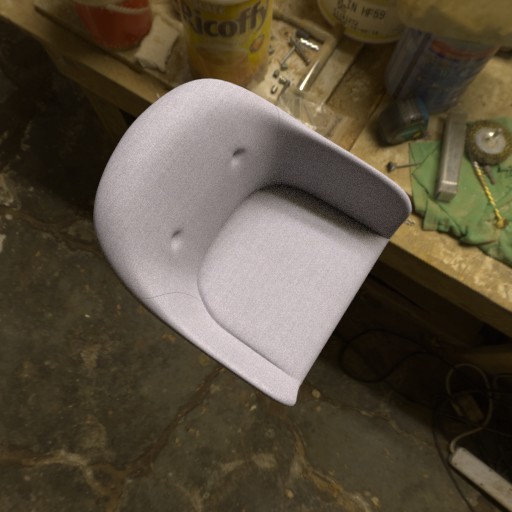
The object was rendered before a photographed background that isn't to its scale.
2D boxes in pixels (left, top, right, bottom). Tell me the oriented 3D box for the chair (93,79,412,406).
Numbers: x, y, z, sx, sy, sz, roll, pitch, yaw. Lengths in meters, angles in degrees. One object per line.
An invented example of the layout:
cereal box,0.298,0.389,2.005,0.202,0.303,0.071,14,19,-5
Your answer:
chair,0.000,0.000,1.152,0.570,0.780,0.540,33,78,8
